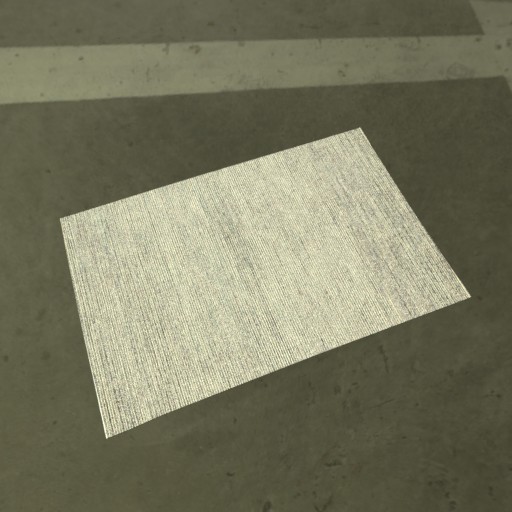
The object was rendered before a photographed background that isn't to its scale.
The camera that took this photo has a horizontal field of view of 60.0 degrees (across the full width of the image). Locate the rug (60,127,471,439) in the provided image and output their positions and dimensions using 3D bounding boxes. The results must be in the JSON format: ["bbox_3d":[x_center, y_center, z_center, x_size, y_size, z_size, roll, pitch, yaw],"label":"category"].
[{"bbox_3d":[0.000,0.000,2.240,1.789,0.021,1.159,-19,65,-9],"label":"rug"}]
